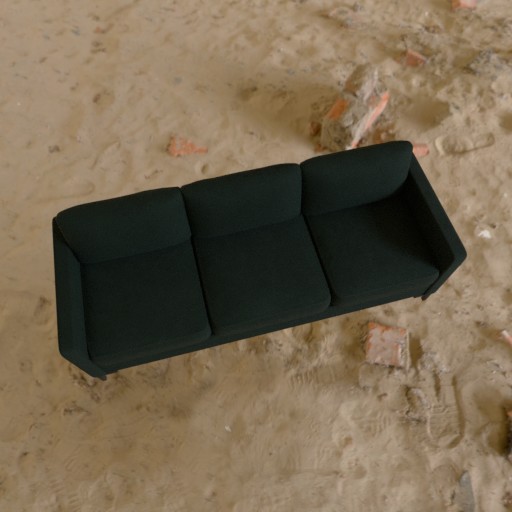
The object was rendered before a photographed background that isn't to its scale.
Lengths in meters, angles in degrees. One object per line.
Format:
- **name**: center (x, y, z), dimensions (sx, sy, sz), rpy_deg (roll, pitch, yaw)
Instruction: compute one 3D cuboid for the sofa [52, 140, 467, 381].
- **sofa**: center (0.000, 0.000, 2.682), dimensions (2.218, 0.870, 0.859), rpy_deg (-13, 63, -7)
